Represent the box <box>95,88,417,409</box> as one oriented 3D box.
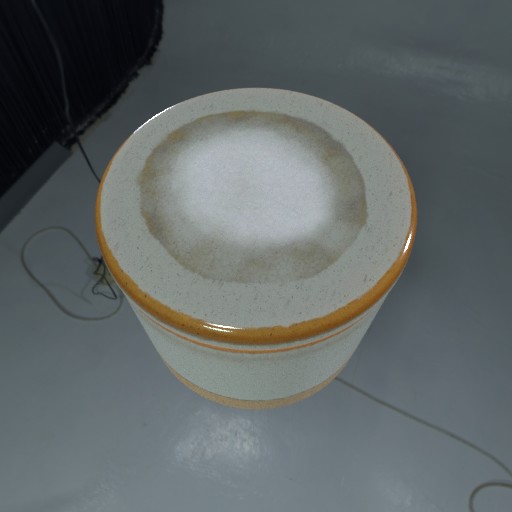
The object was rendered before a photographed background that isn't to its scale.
[{"bbox_3d":[0.000,0.000,0.210,0.123,0.100,0.123,0,57,0],"label":"box"}]
